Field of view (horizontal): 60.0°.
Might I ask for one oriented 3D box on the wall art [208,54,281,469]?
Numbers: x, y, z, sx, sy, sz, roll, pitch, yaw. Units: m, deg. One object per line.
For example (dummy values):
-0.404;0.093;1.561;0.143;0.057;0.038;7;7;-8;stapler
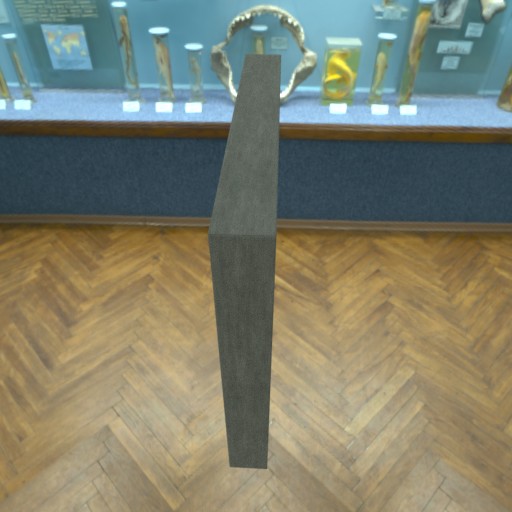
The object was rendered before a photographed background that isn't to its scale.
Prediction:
0.000;0.000;0.457;0.038;0.302;0.303;2;42;2;wall art
